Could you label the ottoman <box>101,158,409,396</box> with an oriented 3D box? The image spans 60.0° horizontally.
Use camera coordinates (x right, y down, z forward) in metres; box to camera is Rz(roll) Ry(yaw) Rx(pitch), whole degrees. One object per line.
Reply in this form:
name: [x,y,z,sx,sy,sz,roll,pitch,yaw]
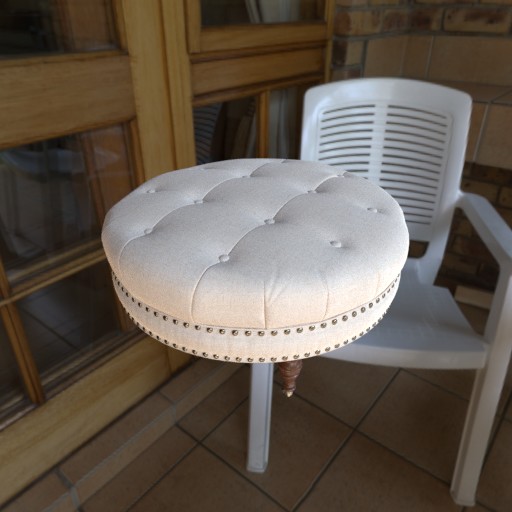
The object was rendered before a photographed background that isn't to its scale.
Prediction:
ottoman: [0.000,0.000,1.473,0.940,0.483,0.940,0,30,0]
